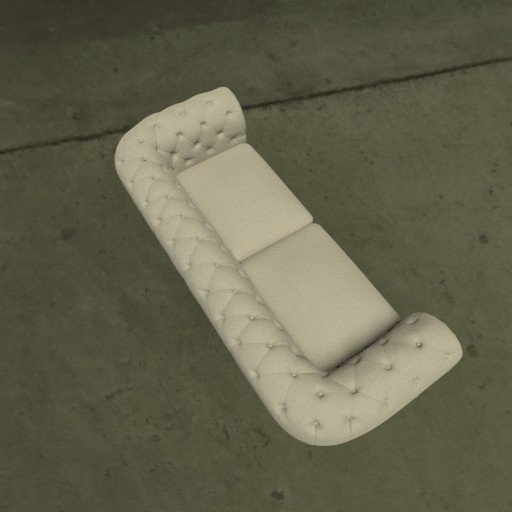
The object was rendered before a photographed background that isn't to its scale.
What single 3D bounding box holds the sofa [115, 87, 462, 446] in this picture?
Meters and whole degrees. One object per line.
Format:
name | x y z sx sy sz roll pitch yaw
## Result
sofa | 0.000 0.000 2.823 0.991 0.749 2.411 -29 64 -16
